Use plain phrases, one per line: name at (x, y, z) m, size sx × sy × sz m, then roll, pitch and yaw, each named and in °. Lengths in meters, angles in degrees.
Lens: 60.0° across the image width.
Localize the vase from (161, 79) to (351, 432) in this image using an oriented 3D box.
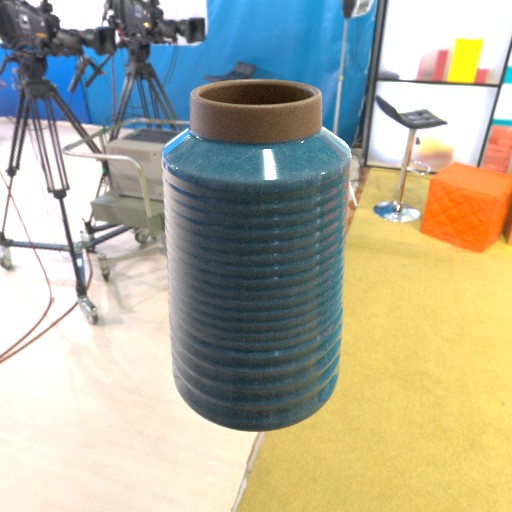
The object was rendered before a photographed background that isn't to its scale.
vase at (0.000, 0.000, 0.375) m, size 0.163 × 0.267 × 0.163 m, roll 0°, pitch 32°, yaw 0°
